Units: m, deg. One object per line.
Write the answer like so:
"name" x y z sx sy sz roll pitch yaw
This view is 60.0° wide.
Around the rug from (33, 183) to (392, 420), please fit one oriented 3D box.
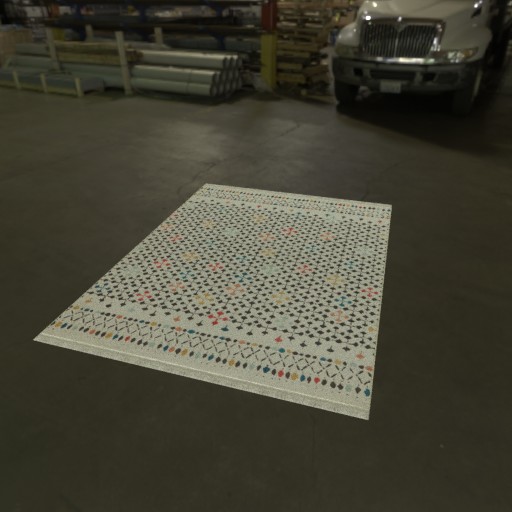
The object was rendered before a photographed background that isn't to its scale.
"rug" 0.000 0.000 4.190 2.354 0.007 3.196 9 32 15
